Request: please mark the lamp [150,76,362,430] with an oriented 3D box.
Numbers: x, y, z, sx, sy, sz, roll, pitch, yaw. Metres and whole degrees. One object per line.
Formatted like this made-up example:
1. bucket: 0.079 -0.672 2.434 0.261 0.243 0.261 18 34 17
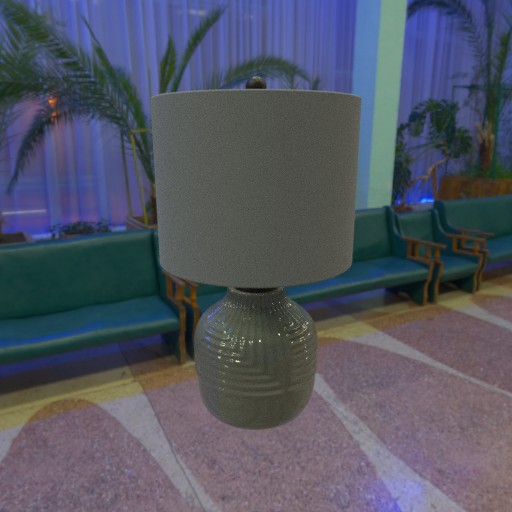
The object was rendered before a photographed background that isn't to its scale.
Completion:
1. lamp: 0.000 0.000 0.748 0.318 0.567 0.318 0 15 0
